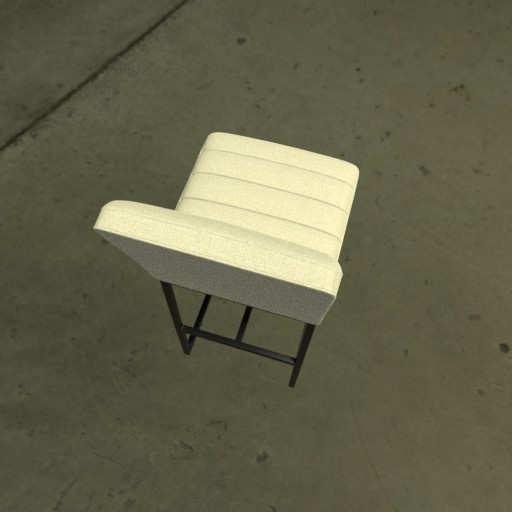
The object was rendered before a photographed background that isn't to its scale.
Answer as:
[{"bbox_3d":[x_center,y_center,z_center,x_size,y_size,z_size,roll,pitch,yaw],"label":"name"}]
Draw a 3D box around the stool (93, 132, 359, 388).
[{"bbox_3d":[0.000,0.000,1.325,0.460,1.040,0.560,15,64,8],"label":"stool"}]
